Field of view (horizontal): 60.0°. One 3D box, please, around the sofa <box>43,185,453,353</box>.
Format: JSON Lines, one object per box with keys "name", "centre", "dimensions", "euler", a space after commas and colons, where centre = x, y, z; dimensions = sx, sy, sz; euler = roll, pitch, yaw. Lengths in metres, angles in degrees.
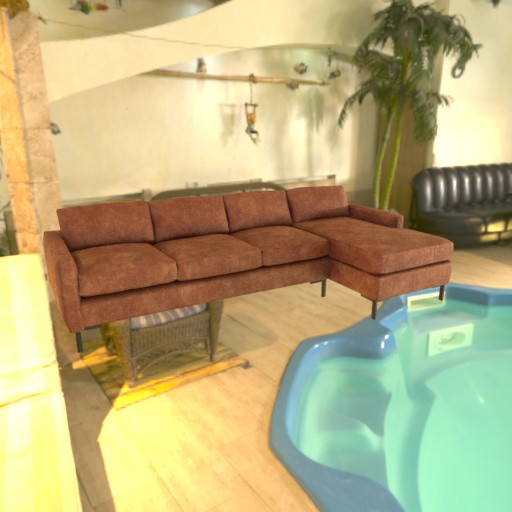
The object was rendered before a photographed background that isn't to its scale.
{"name": "sofa", "centre": [0.000, 0.000, 3.579], "dimensions": [2.993, 0.859, 1.471], "euler": [-9, 19, -28]}
